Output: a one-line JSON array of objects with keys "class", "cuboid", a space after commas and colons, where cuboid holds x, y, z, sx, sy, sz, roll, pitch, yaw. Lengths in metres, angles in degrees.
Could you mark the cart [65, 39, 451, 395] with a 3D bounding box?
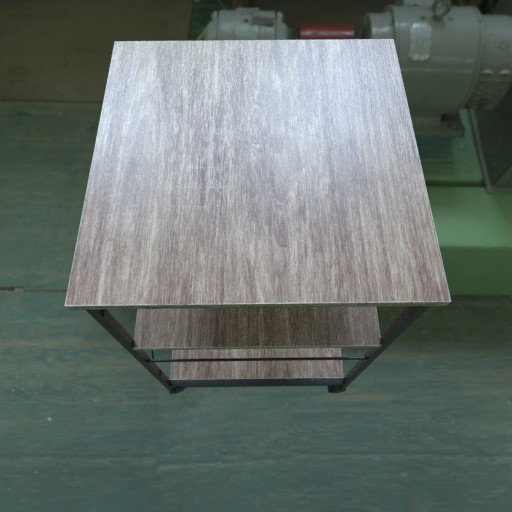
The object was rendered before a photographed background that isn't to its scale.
[{"class": "cart", "cuboid": [0.000, 0.000, 1.052, 0.520, 0.762, 0.521, -1, 64, 0]}]
